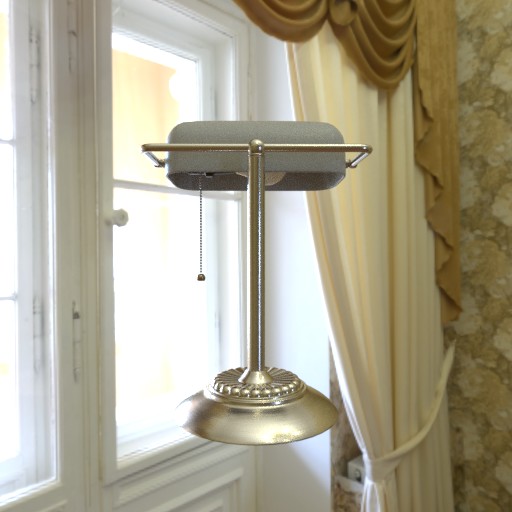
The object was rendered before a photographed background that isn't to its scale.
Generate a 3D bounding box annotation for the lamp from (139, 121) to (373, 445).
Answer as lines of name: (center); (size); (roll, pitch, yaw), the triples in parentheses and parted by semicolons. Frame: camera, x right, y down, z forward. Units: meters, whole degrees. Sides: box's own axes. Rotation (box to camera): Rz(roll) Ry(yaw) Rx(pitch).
lamp: (0.000, 0.000, 0.519); (0.264, 0.339, 0.243); (0, 1, -1)
